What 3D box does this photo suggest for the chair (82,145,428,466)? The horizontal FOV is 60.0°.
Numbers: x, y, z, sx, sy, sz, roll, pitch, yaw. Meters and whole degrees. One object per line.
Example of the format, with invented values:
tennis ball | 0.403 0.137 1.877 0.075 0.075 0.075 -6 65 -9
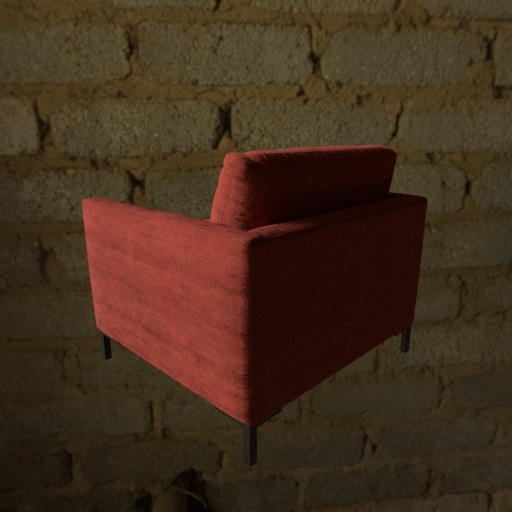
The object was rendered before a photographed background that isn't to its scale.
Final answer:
chair | 0.000 0.000 1.661 0.875 0.812 0.964 15 22 43
